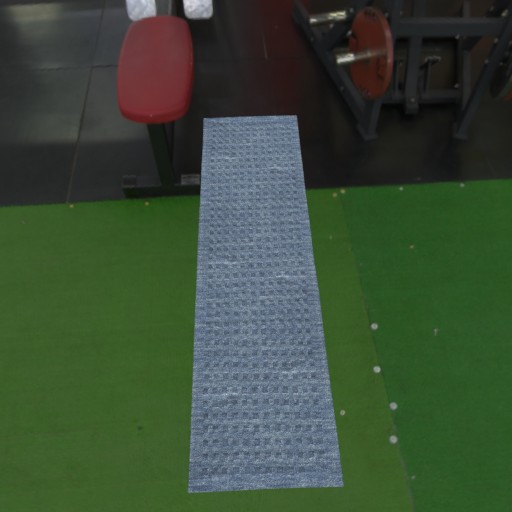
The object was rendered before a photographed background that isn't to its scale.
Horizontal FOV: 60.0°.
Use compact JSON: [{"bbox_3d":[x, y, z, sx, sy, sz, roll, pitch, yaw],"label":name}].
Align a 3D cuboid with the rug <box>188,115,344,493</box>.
[{"bbox_3d":[0.000,0.000,2.609,0.688,0.008,2.443,-2,57,-1],"label":"rug"}]
